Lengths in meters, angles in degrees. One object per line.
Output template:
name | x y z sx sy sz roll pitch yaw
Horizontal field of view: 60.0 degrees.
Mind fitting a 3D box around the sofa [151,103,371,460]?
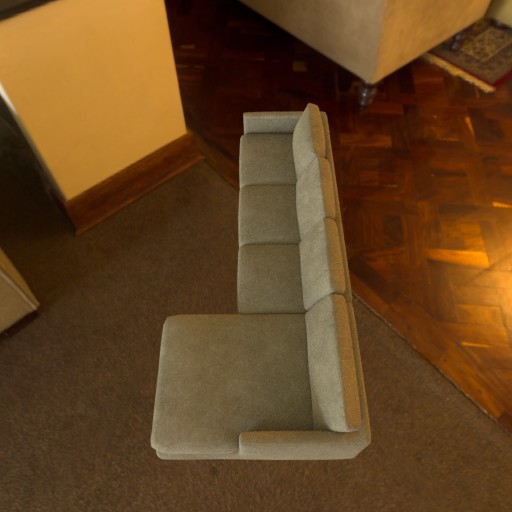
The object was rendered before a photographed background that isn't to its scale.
sofa | 0.000 0.000 4.183 1.604 0.950 3.471 0 58 0
